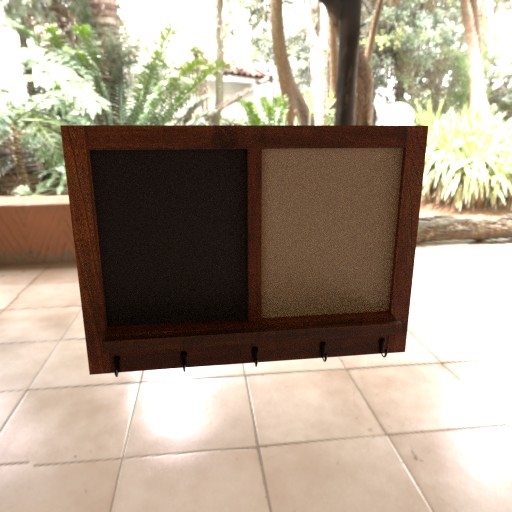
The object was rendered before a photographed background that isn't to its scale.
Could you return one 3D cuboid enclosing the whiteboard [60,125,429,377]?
[{"bbox_3d":[0.000,0.000,0.978,0.768,0.553,0.083,-2,16,-8],"label":"whiteboard"}]
